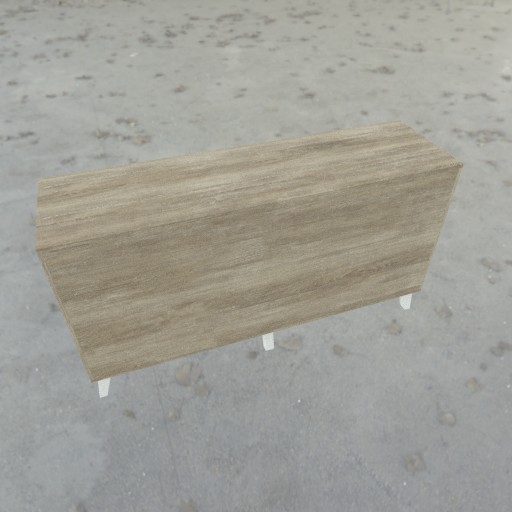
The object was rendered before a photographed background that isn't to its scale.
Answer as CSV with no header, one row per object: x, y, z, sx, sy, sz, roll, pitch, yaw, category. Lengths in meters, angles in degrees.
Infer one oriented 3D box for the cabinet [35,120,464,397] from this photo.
0.000,0.000,2.010,1.600,0.870,0.450,-13,42,-15,cabinet
